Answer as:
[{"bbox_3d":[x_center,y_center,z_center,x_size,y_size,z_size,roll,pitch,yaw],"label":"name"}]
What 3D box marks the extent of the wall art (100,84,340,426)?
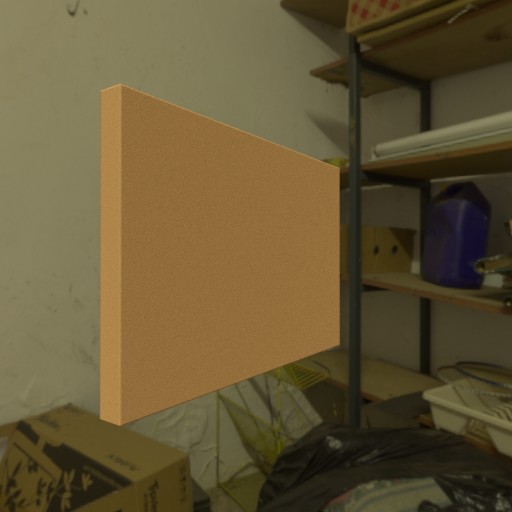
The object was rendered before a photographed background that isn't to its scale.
[{"bbox_3d":[0.000,0.000,0.786,0.039,0.407,0.609,0,0,36],"label":"wall art"}]
